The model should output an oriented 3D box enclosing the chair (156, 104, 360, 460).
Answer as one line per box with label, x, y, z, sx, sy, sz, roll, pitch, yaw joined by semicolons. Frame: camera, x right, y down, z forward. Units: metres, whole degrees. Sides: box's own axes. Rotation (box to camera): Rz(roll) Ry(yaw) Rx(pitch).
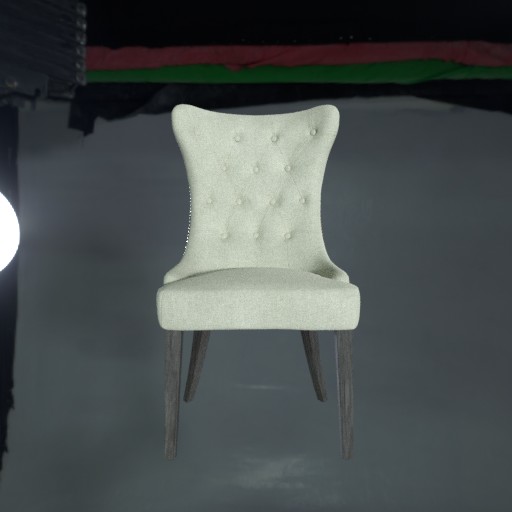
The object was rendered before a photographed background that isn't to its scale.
chair;0.000;0.000;1.407;0.584;1.065;0.590;0;2;-1
